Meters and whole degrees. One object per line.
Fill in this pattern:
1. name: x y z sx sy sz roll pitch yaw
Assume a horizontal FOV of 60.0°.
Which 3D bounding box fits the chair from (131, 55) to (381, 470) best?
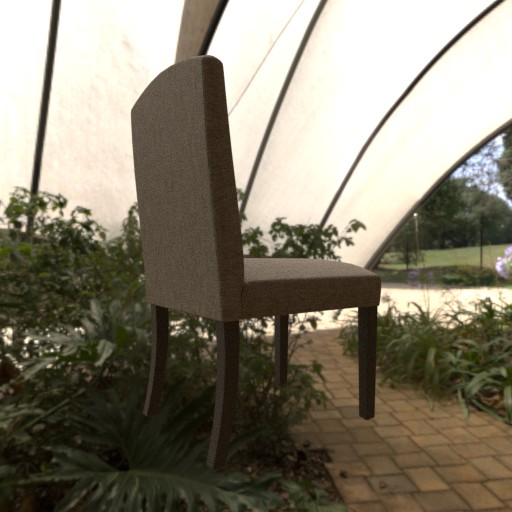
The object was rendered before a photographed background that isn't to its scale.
1. chair: 0.000 0.000 1.263 0.580 0.917 0.451 0 1 -35
